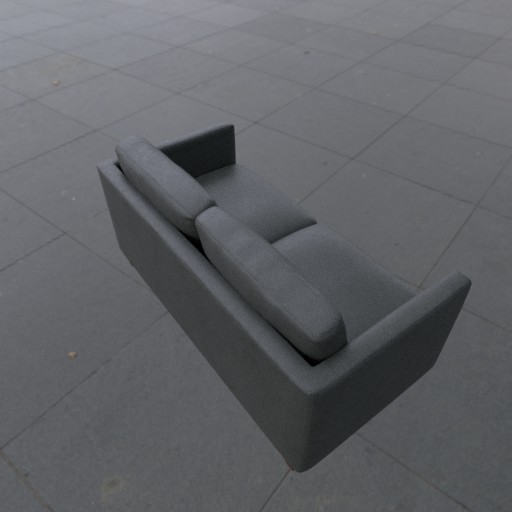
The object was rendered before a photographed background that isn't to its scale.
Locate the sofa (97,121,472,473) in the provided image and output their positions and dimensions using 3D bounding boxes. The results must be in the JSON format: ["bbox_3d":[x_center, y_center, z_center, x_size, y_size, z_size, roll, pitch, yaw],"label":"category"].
[{"bbox_3d":[0.000,0.000,2.403,0.951,0.933,1.883,-27,49,-26],"label":"sofa"}]
